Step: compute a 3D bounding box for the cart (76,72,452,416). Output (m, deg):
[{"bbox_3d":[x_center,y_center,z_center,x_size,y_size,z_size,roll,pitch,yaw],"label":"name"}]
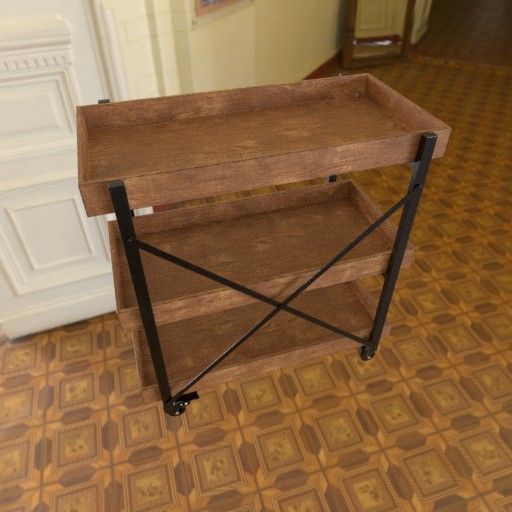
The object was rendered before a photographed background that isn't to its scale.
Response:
[{"bbox_3d":[0.000,0.000,1.229,0.750,0.800,0.411,-12,42,-13],"label":"cart"}]
